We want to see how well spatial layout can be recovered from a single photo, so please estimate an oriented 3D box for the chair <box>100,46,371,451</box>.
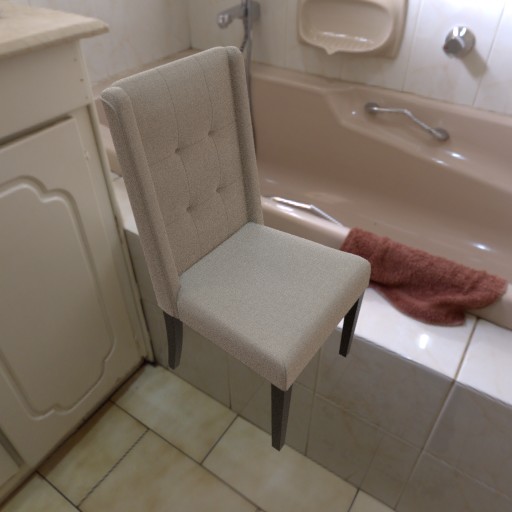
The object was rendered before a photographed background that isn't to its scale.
[{"bbox_3d":[0.000,0.000,1.251,0.523,0.961,0.474,25,46,27],"label":"chair"}]
